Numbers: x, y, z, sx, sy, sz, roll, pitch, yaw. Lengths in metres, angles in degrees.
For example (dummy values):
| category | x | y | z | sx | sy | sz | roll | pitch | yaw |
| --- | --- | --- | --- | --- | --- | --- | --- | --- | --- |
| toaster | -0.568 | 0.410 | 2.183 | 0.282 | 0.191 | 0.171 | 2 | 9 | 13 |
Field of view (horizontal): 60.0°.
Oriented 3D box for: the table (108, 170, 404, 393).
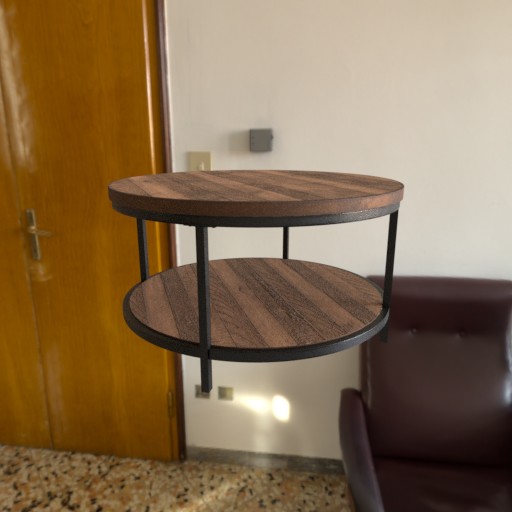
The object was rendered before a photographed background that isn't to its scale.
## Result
| category | x | y | z | sx | sy | sz | roll | pitch | yaw |
| --- | --- | --- | --- | --- | --- | --- | --- | --- | --- |
| table | 0.000 | 0.000 | 1.376 | 0.837 | 0.462 | 0.837 | 0 | 15 | 0 |
